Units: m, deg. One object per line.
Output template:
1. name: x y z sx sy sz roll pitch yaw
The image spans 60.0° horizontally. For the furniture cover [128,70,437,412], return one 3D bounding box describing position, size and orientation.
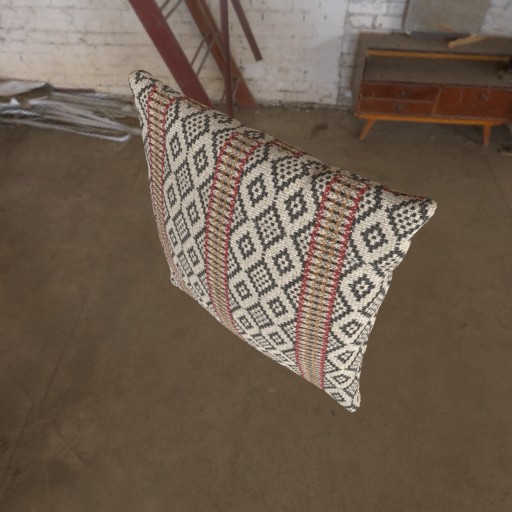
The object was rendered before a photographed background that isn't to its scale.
1. furniture cover: 0.000 0.000 0.765 0.503 0.506 0.182 32 54 26
